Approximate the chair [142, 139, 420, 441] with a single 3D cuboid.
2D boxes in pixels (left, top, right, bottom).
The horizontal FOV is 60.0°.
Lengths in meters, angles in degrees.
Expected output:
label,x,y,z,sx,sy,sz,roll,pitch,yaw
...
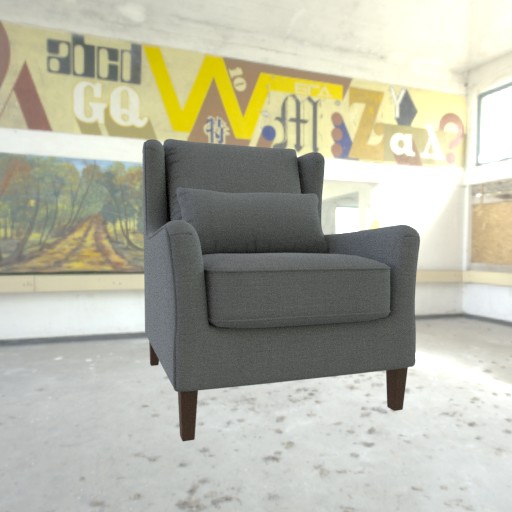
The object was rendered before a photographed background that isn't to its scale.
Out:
label,x,y,z,sx,sy,sz,roll,pitch,yaw
chair,0.000,0.000,1.822,0.866,1.056,1.040,0,1,-19
